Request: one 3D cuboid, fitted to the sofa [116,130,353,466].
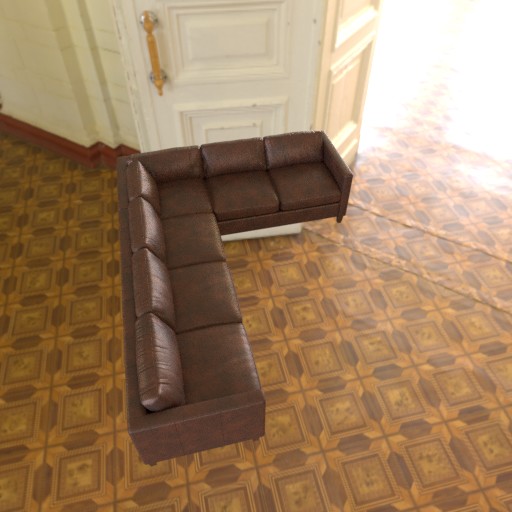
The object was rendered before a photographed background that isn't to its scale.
[{"bbox_3d":[0.000,0.000,4.231,2.438,0.836,3.152,-10,47,-9],"label":"sofa"}]
